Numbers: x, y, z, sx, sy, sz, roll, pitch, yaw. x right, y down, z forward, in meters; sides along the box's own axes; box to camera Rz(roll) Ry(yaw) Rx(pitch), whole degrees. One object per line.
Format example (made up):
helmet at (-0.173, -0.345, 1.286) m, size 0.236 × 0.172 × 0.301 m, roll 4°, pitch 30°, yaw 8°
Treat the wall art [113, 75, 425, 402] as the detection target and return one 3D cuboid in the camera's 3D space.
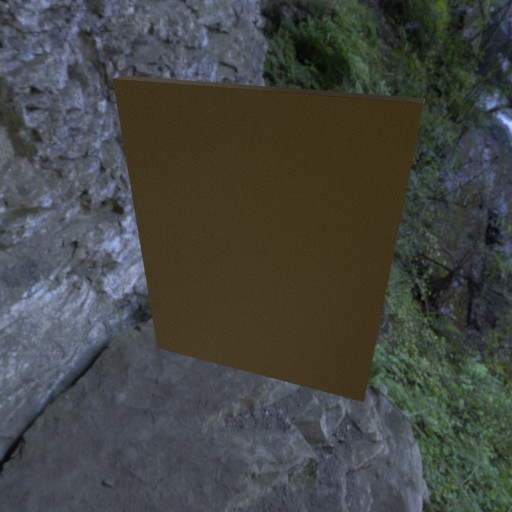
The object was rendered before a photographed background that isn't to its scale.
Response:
wall art at (0.000, 0.000, 1.049) m, size 0.610 × 0.762 × 0.038 m, roll 11°, pitch 34°, yaw 16°
